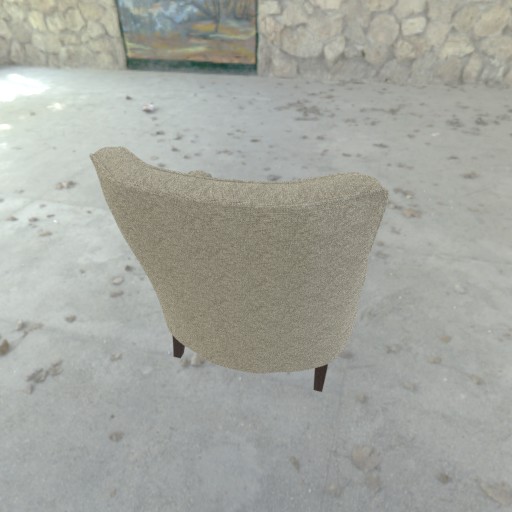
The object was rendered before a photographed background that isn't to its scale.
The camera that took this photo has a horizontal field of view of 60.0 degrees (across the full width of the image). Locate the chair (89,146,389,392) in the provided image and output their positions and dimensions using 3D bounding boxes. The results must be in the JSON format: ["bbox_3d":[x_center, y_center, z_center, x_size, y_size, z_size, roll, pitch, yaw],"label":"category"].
[{"bbox_3d":[0.000,0.000,1.659,0.820,0.920,0.910,9,33,15],"label":"chair"}]
